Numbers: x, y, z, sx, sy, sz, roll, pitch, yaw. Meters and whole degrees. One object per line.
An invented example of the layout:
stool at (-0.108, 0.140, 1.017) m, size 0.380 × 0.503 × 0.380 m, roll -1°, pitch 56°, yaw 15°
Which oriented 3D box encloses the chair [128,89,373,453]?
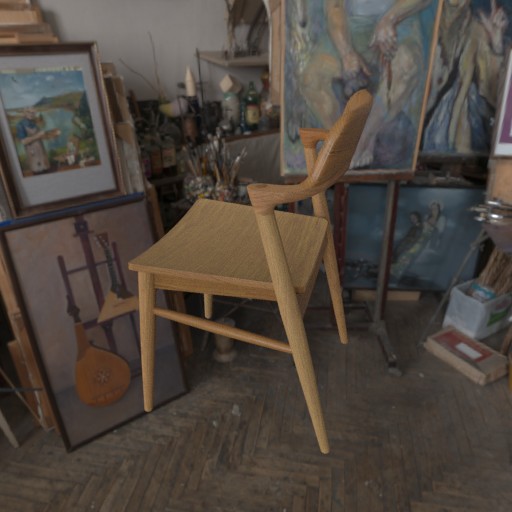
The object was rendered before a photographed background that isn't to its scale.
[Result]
chair at (0.000, 0.000, 1.137) m, size 0.499 × 0.792 × 0.512 m, roll 8°, pitch 30°, yaw 14°
